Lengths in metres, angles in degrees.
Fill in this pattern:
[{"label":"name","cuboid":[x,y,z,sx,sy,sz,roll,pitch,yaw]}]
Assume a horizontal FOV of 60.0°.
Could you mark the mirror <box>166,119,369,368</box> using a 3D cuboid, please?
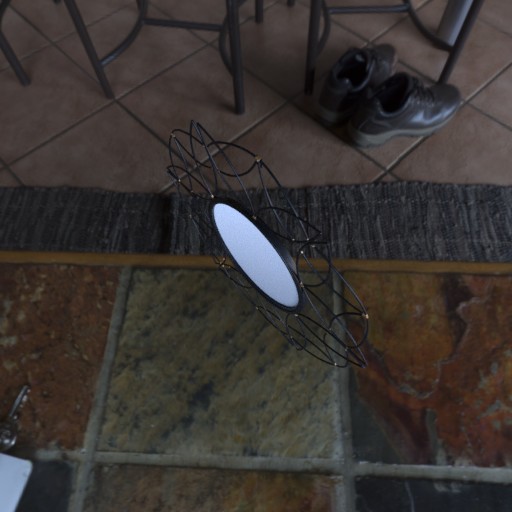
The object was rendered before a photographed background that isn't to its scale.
[{"label":"mirror","cuboid":[0.000,0.000,1.190,0.028,0.775,0.797,-38,68,-18]}]
